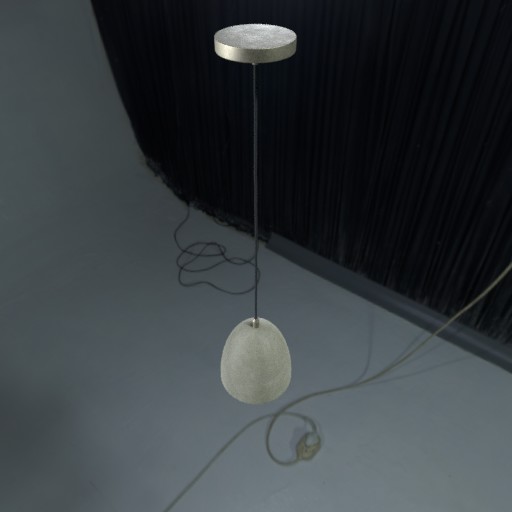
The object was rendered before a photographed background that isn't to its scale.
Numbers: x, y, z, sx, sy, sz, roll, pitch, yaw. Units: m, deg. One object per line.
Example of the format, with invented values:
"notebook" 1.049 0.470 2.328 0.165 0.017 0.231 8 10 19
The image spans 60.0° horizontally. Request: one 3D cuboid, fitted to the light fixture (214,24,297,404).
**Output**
"light fixture" 0.000 0.000 0.821 0.170 0.759 0.170 26 48 26
